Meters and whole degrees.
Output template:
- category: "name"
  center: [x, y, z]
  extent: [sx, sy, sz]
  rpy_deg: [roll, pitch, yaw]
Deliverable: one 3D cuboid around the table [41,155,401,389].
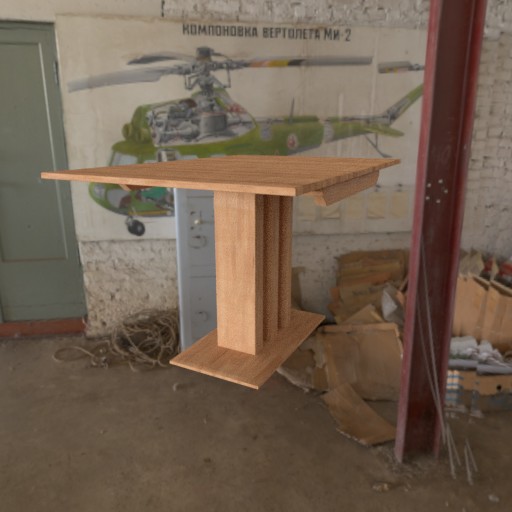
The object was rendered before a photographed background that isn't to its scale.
- category: "table"
  center: [0.000, 0.000, 1.898]
  extent: [0.900, 0.770, 1.300]
  rpy_deg: [8, 18, 27]
